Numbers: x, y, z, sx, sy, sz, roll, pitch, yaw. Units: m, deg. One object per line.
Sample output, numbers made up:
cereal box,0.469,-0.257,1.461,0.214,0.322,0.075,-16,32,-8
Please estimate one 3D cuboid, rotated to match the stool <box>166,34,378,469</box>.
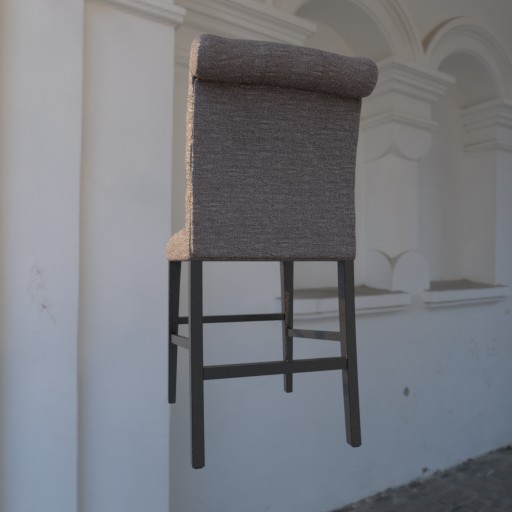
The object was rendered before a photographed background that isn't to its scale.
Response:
stool,0.000,0.000,1.271,0.457,0.970,0.611,0,-1,-17
